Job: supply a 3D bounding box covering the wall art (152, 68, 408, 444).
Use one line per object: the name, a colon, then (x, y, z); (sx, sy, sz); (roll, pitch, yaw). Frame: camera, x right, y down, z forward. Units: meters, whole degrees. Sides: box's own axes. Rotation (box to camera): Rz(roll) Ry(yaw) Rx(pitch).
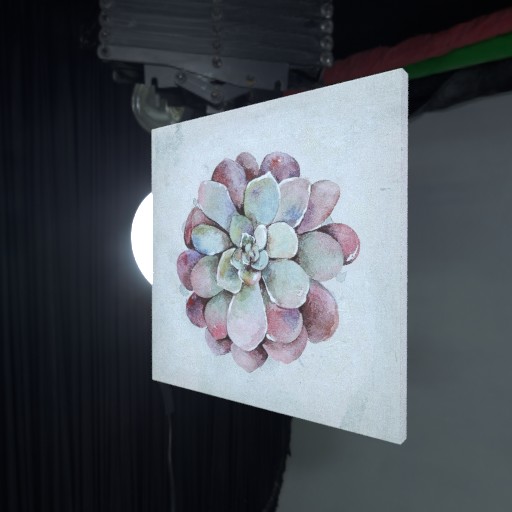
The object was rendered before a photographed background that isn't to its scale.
wall art: (0.000, 0.000, 1.138); (0.762, 0.762, 0.041); (1, 1, 37)
